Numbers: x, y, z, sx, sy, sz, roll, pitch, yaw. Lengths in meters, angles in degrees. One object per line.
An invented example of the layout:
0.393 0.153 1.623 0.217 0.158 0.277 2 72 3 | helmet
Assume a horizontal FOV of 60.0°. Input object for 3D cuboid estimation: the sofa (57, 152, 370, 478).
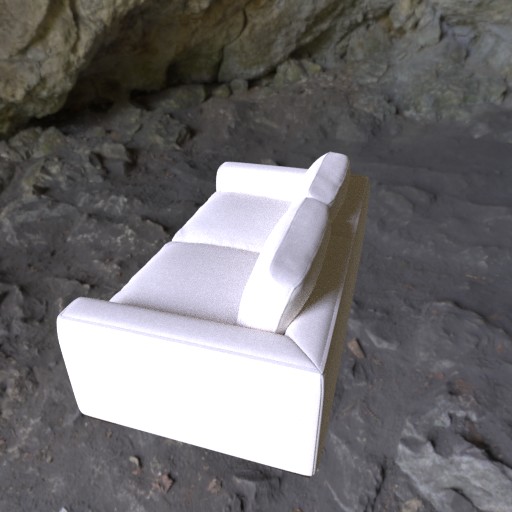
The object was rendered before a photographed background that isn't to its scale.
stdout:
0.000 0.000 2.405 1.069 0.801 1.920 9 32 14 | sofa
